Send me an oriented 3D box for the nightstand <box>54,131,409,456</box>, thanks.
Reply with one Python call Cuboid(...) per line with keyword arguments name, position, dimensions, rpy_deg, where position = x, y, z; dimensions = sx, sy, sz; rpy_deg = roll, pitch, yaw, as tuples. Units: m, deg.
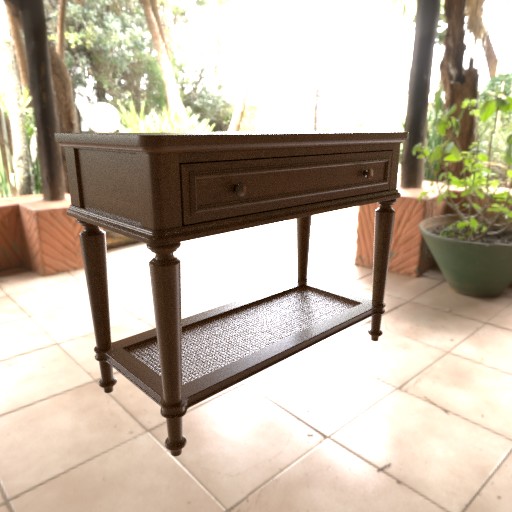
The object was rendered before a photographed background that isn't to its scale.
Cuboid(name="nightstand", position=(0.000, 0.000, 1.305), dimensions=(0.914, 0.700, 0.432), rpy_deg=(-15, 22, -41))
